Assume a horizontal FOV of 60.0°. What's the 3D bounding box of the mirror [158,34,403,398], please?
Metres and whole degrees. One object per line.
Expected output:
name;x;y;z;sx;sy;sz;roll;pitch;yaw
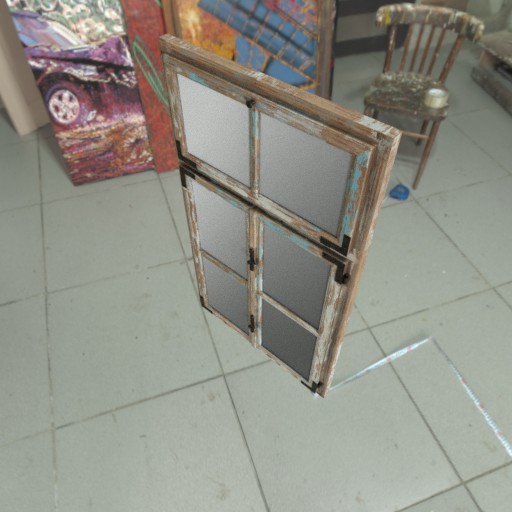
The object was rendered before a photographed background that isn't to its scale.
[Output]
mirror;0.000;0.000;1.475;0.707;1.213;0.083;33;56;26
